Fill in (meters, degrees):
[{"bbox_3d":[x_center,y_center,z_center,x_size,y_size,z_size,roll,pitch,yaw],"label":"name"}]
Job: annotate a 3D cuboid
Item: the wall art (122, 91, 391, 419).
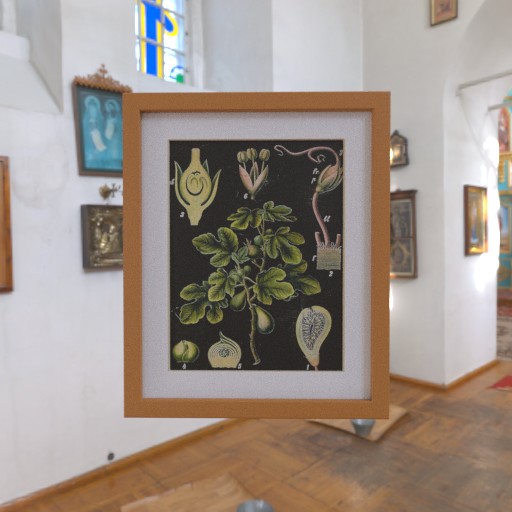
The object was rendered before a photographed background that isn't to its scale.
[{"bbox_3d":[0.000,0.000,0.760,0.452,0.553,0.022,0,1,1],"label":"wall art"}]
